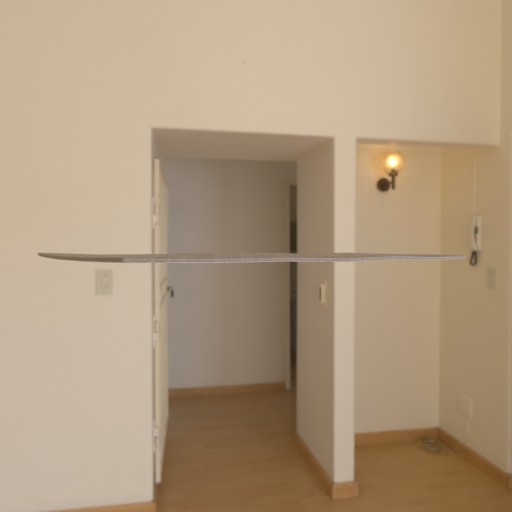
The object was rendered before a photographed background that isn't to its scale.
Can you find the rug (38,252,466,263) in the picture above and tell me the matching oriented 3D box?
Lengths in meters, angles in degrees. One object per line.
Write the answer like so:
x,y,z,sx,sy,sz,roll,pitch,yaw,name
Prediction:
0.000,0.000,2.278,1.829,0.034,1.252,-1,1,-36,rug
